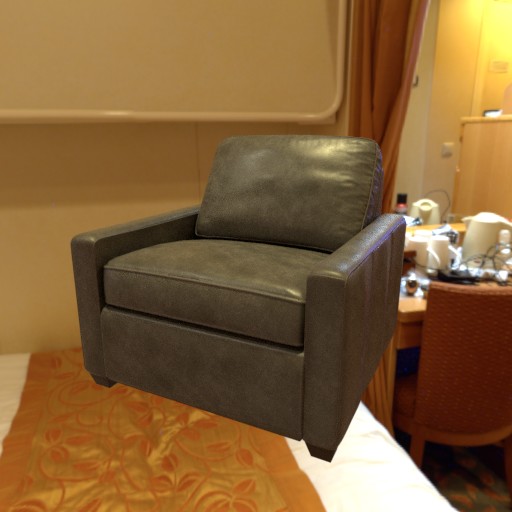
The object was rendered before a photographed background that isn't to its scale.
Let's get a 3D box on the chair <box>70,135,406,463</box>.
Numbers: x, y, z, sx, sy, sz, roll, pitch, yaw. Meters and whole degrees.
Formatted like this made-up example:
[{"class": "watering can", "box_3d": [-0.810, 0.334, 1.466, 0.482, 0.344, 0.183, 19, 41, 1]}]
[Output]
[{"class": "chair", "box_3d": [0.000, 0.000, 1.743, 1.006, 0.916, 0.939, 8, 17, 26]}]
